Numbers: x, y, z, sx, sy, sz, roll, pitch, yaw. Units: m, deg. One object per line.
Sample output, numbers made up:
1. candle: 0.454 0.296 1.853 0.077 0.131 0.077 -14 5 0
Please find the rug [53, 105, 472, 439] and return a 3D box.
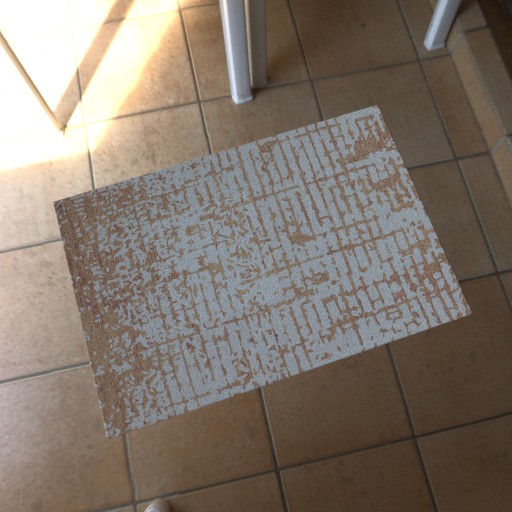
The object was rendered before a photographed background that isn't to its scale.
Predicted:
1. rug: 0.000 0.000 2.240 1.829 0.011 1.219 -18 76 -5
